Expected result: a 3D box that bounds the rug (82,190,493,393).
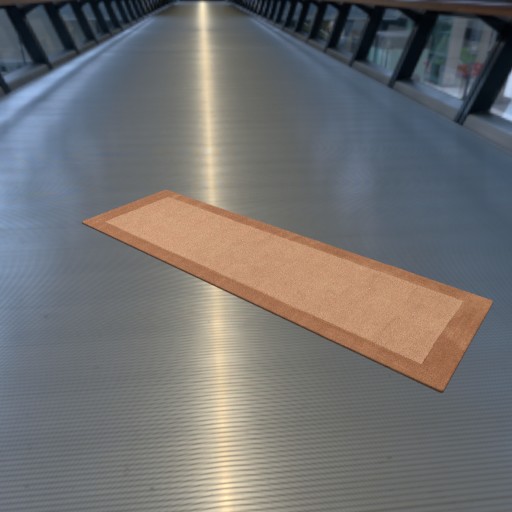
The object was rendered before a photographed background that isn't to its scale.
[{"bbox_3d":[0.000,0.000,2.621,2.439,0.017,0.764,22,36,33],"label":"rug"}]
